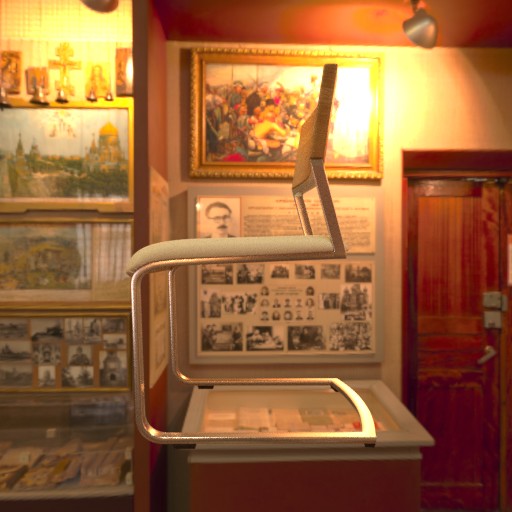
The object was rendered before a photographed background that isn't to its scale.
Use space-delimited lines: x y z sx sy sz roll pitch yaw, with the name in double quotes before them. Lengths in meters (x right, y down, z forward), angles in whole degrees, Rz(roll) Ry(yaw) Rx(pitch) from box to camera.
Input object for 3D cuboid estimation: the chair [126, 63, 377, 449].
"chair" 0.000 0.000 1.197 0.585 0.844 0.467 0 0 0
